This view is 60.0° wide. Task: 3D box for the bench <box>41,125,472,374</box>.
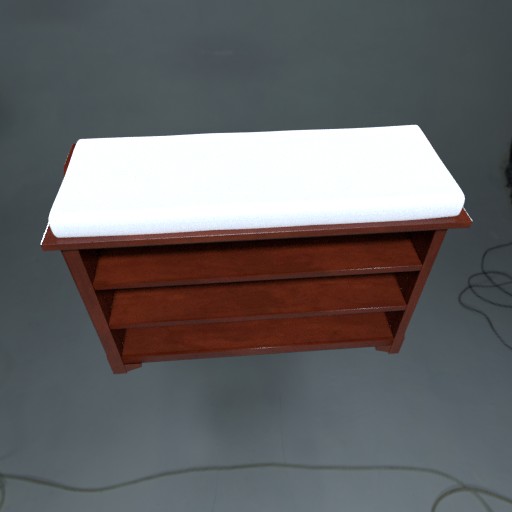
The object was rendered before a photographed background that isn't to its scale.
[{"bbox_3d":[0.000,0.000,1.323,0.987,0.646,0.369,-3,45,-3],"label":"bench"}]
